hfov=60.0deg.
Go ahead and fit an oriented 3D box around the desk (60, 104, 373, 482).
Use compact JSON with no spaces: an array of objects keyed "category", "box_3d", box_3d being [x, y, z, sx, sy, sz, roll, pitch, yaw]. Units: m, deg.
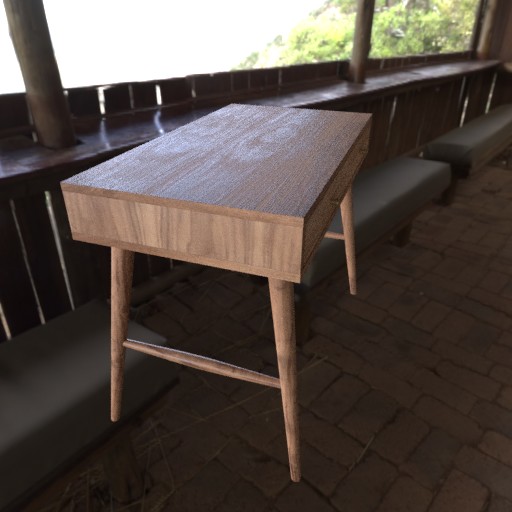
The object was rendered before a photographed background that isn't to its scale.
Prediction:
[{"category":"desk","box_3d":[0.000,0.000,1.446,0.588,0.758,0.949,10,31,17]}]
